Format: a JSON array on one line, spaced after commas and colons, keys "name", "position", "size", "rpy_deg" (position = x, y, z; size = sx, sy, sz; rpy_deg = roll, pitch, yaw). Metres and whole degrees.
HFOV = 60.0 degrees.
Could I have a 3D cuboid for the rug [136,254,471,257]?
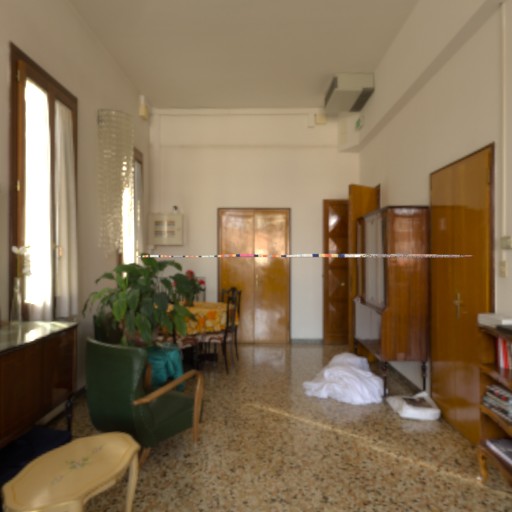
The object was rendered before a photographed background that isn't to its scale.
[{"name": "rug", "position": [0.000, 0.000, 2.780], "size": [0.695, 0.017, 2.455], "rpy_deg": [0, 0, -35]}]
